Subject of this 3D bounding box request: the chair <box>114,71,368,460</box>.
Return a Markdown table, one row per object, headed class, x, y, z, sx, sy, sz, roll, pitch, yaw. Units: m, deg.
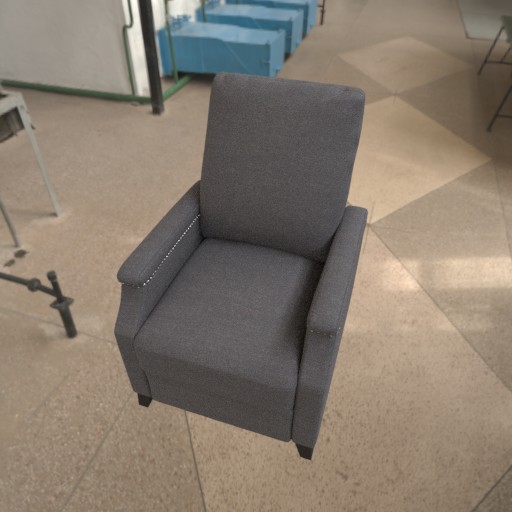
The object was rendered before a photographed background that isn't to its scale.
| class | x | y | z | sx | sy | sz | roll | pitch | yaw |
| --- | --- | --- | --- | --- | --- | --- | --- | --- | --- |
| chair | 0.000 | 0.000 | 1.611 | 0.710 | 1.049 | 0.922 | 12 | 42 | 14 |
